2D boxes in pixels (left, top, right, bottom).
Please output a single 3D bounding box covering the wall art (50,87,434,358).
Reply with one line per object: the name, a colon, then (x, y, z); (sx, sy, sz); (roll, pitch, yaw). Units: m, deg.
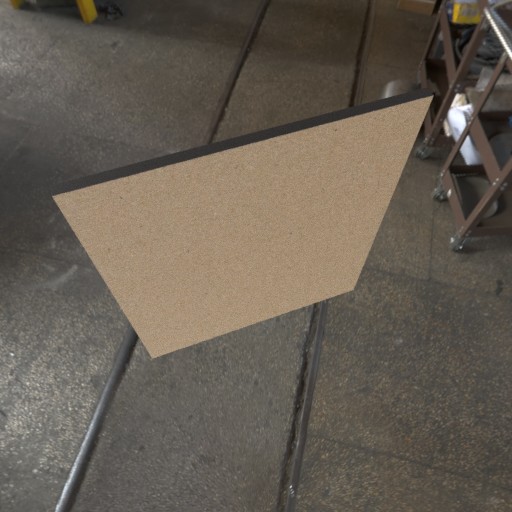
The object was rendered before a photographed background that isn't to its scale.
wall art: (0.000, 0.000, 1.203); (0.755, 0.863, 0.028); (-17, 60, -10)
